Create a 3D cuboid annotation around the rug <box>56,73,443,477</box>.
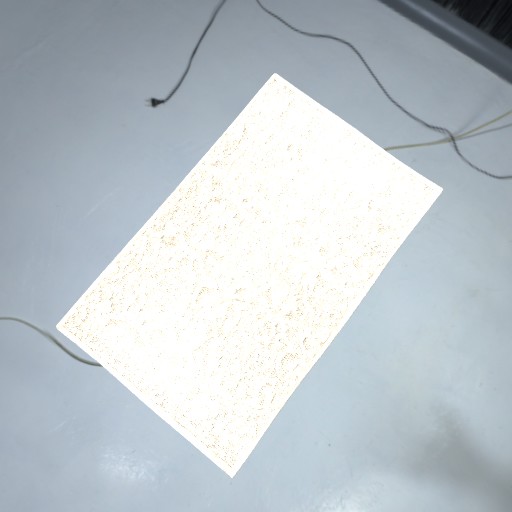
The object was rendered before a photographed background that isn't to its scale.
[{"bbox_3d":[0.000,0.000,3.083,1.529,0.012,2.435,37,80,7],"label":"rug"}]
